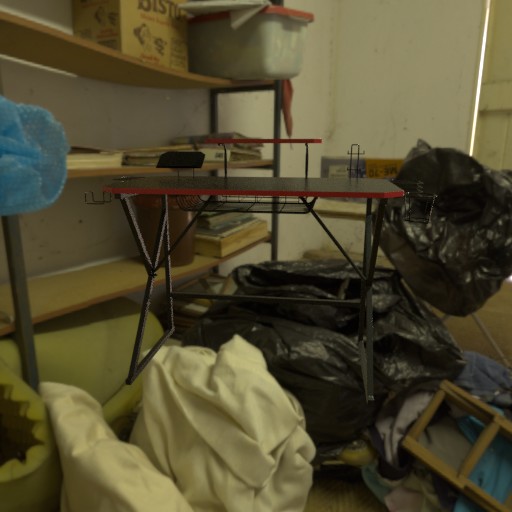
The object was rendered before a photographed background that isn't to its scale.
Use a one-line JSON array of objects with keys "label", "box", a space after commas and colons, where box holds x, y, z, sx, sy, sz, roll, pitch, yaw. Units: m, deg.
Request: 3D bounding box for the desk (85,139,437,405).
[{"label": "desk", "box": [0.000, 0.000, 1.784, 1.280, 0.913, 0.588, 2, 15, 8]}]
